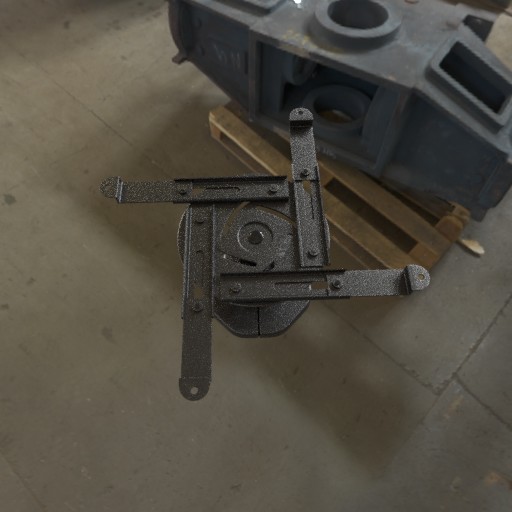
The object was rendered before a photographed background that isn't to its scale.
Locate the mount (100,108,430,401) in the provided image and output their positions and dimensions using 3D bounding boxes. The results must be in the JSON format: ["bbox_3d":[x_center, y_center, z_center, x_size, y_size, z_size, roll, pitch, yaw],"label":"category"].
[{"bbox_3d":[0.000,0.000,0.599,0.394,0.141,0.394,-2,63,-1],"label":"mount"}]
